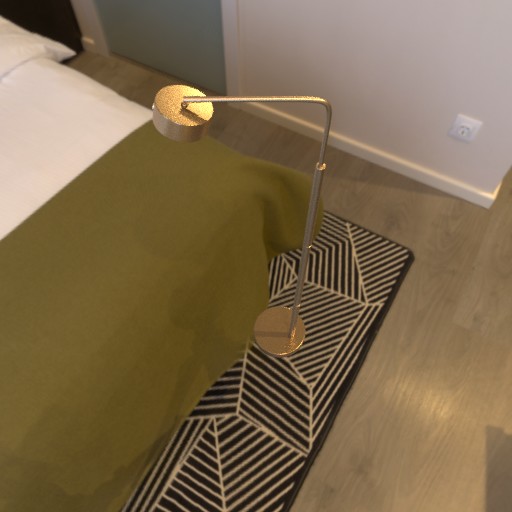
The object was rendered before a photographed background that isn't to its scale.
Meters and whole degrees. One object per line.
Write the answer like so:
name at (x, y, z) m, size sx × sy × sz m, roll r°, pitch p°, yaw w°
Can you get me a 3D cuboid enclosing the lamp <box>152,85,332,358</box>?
lamp at (0.000, 0.000, 1.393) m, size 0.418 × 1.230 × 0.219 m, roll 0°, pitch 57°, yaw 0°
